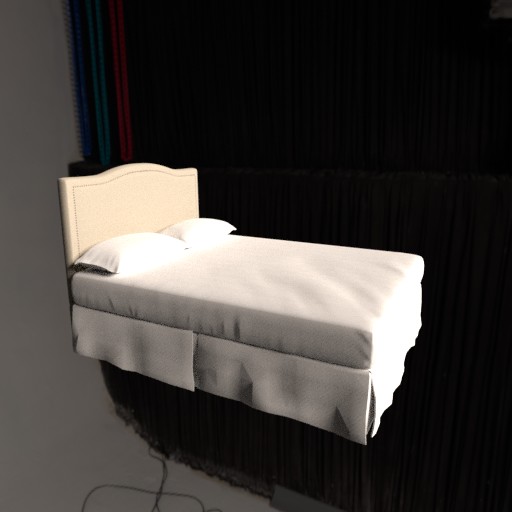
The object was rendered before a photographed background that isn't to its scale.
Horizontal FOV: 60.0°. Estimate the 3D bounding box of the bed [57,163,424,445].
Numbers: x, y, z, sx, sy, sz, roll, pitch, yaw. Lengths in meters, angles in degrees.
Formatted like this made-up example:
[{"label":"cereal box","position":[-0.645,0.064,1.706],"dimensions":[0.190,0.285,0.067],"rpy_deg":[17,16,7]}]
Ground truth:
[{"label":"bed","position":[0.000,0.000,3.616],"dimensions":[2.477,1.437,1.977],"rpy_deg":[7,16,27]}]
